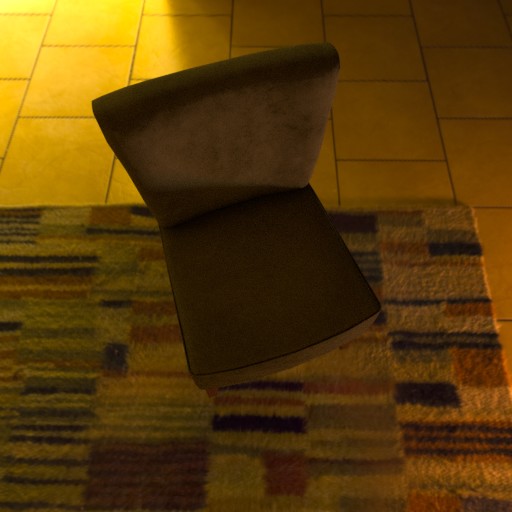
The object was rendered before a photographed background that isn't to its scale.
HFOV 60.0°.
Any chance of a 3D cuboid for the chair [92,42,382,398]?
[{"bbox_3d":[0.000,0.000,1.163,0.521,0.806,0.554,-18,65,-9],"label":"chair"}]
